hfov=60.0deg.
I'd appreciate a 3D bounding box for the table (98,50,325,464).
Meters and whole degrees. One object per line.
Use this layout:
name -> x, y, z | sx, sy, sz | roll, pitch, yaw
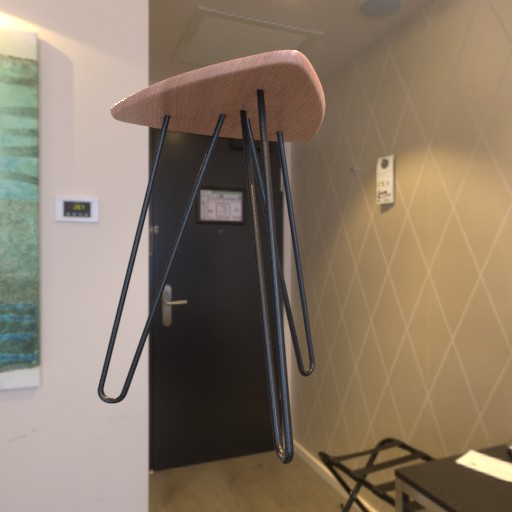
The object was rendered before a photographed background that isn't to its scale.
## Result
table -> 0.000, 0.000, 0.882 | 0.442, 0.564, 0.455 | 0, 0, 38
